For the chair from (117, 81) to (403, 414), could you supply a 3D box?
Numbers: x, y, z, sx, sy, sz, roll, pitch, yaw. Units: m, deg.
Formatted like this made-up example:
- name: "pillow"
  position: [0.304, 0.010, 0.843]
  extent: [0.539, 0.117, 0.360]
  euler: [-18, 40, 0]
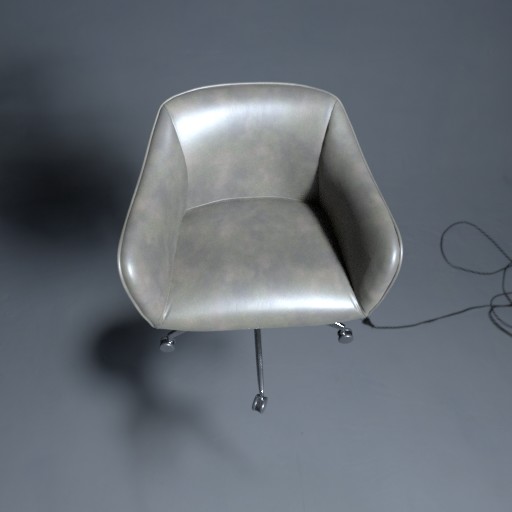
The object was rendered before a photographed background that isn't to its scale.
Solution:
- name: "chair"
  position: [0.000, 0.000, 1.395]
  extent: [0.713, 0.827, 0.689]
  euler: [-3, 48, -2]
